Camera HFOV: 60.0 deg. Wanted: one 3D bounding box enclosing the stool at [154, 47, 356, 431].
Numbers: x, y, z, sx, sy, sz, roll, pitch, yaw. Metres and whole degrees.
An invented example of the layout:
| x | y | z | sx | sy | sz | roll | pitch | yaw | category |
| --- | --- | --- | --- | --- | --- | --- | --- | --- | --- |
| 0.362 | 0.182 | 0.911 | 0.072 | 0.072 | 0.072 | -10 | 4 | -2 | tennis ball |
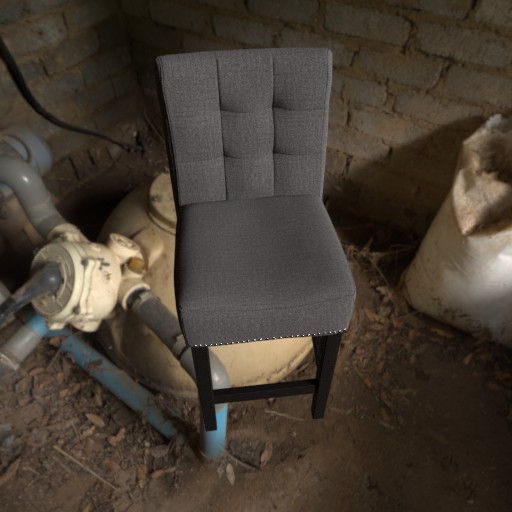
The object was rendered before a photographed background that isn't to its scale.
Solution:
| x | y | z | sx | sy | sz | roll | pitch | yaw | category |
| --- | --- | --- | --- | --- | --- | --- | --- | --- | --- |
| 0.000 | 0.000 | 1.195 | 0.427 | 0.885 | 0.571 | -5 | 48 | -4 | stool |
